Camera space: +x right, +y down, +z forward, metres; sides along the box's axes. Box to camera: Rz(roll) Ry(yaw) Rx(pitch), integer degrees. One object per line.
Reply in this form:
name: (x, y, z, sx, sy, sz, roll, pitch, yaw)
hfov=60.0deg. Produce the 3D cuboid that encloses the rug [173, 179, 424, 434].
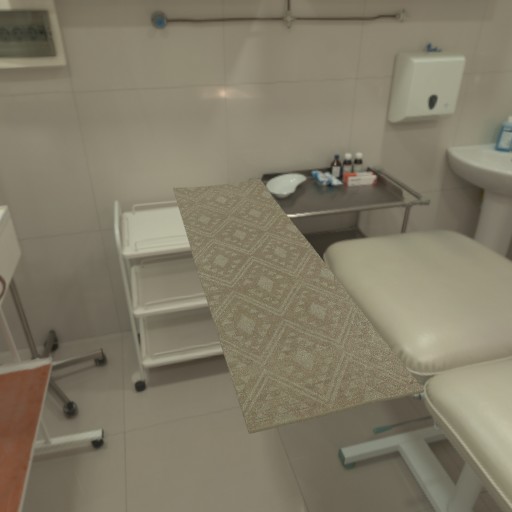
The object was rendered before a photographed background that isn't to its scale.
rug: (0.000, 0.000, 2.744, 0.752, 0.051, 2.452, -8, 32, -13)
